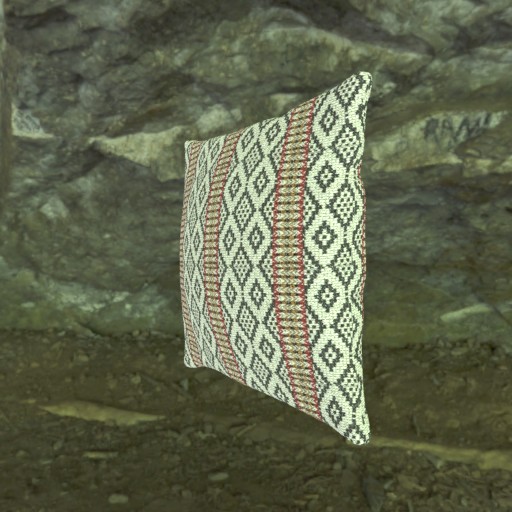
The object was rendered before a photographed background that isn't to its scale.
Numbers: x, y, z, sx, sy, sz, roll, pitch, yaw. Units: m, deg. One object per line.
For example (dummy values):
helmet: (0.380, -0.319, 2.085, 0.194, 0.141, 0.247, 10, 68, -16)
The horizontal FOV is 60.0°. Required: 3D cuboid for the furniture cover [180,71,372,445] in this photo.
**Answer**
furniture cover: (0.000, 0.000, 0.795, 0.182, 0.506, 0.503, -1, 1, -36)
